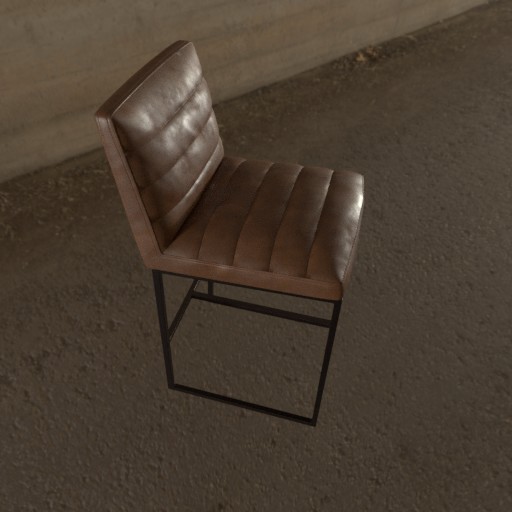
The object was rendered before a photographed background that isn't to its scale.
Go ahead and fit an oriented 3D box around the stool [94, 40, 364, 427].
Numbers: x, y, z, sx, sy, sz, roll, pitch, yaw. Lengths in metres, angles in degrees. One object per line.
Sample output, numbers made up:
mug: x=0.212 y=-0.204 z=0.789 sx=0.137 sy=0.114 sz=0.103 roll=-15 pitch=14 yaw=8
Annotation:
stool: x=0.000 y=0.000 z=1.326 sx=0.562 sy=1.065 sz=0.463 roll=11 pitch=45 yaw=11
